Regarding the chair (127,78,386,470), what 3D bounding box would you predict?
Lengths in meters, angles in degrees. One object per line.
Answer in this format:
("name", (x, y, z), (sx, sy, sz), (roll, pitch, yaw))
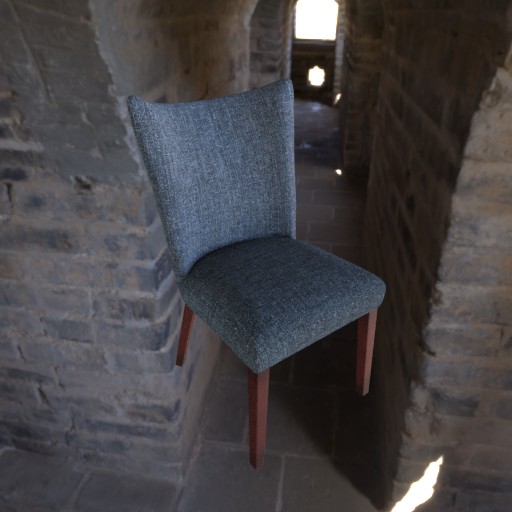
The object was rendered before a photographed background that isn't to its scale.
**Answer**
("chair", (0.000, 0.000, 1.331), (0.535, 0.924, 0.623), (-21, 35, -32))
